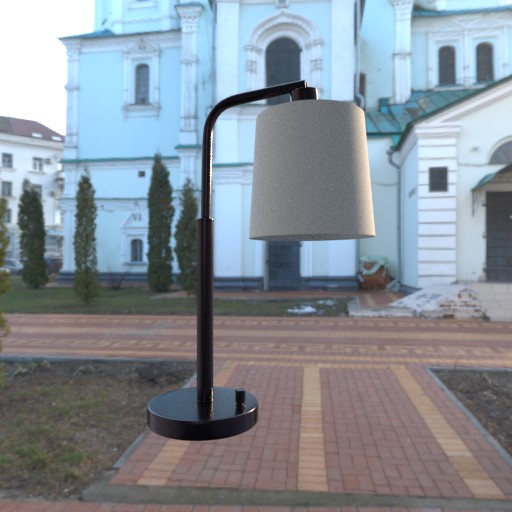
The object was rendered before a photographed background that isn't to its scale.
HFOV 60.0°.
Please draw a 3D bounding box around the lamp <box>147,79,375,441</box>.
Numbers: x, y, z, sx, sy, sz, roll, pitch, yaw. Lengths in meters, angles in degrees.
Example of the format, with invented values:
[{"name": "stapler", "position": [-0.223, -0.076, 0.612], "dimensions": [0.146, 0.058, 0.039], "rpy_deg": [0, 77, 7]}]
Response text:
[{"name": "lamp", "position": [0.000, 0.000, 0.637], "dimensions": [0.333, 0.489, 0.171], "rpy_deg": [0, -1, 20]}]
